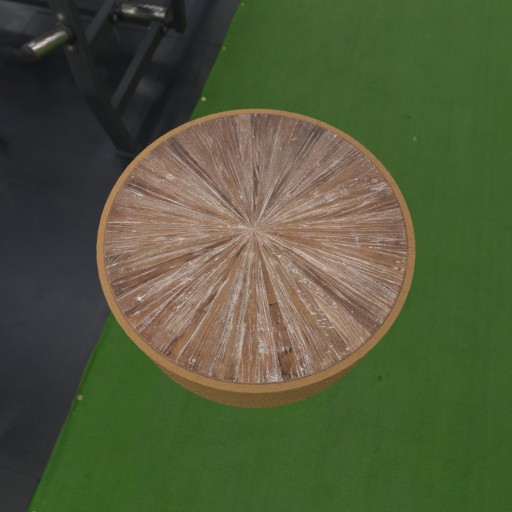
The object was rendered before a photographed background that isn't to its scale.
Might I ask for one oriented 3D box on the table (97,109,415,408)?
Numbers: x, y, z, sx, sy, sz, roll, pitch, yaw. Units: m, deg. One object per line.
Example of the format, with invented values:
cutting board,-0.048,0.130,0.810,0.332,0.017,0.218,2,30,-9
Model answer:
table,0.000,0.000,1.586,1.001,0.409,1.001,0,65,0
